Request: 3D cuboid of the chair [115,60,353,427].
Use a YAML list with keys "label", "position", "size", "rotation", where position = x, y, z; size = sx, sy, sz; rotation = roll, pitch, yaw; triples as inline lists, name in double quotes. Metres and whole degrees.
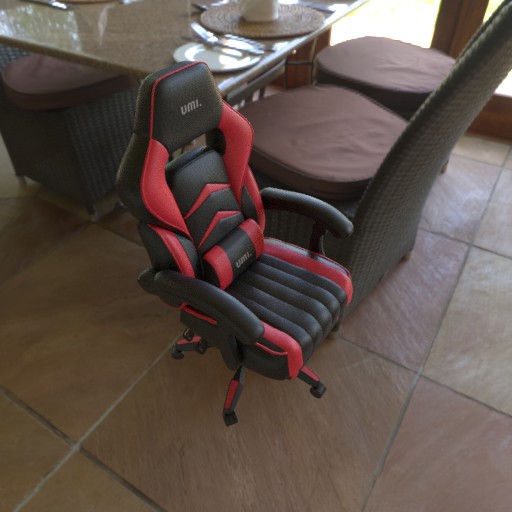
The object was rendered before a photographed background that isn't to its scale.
- label: "chair"
  position: [0.000, 0.000, 1.608]
  size: [0.700, 1.220, 0.700]
  rotation: [25, 48, 25]
